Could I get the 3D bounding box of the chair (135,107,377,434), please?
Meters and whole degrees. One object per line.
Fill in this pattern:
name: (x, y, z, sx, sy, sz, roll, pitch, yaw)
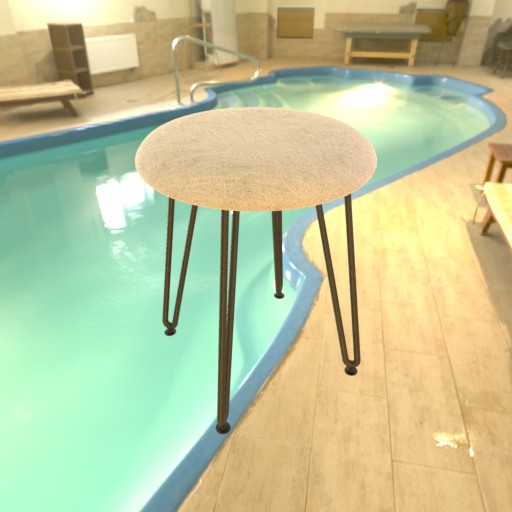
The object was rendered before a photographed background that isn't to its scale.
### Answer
chair: (0.000, 0.000, 0.665, 0.350, 0.386, 0.350, 9, 33, 14)
